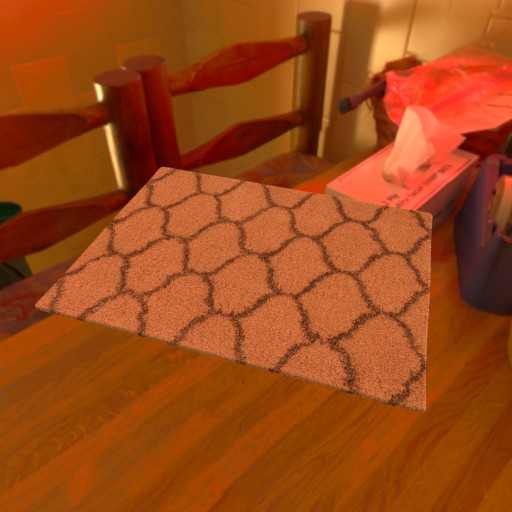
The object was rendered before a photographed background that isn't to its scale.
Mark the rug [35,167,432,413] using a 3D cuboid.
[{"bbox_3d":[0.000,0.000,2.129,1.600,0.025,1.200,12,43,13],"label":"rug"}]
